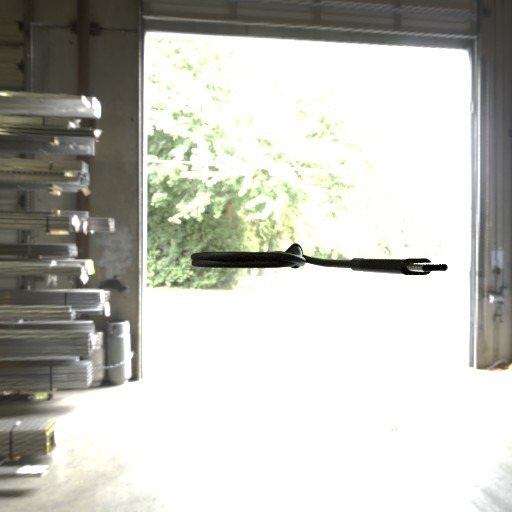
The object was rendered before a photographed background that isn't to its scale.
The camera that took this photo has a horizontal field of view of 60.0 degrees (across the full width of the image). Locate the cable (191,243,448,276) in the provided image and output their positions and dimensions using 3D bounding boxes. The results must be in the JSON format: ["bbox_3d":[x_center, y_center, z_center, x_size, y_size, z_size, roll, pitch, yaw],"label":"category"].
[{"bbox_3d":[0.000,0.000,0.235,0.070,0.014,0.203,0,0,-20],"label":"cable"}]
